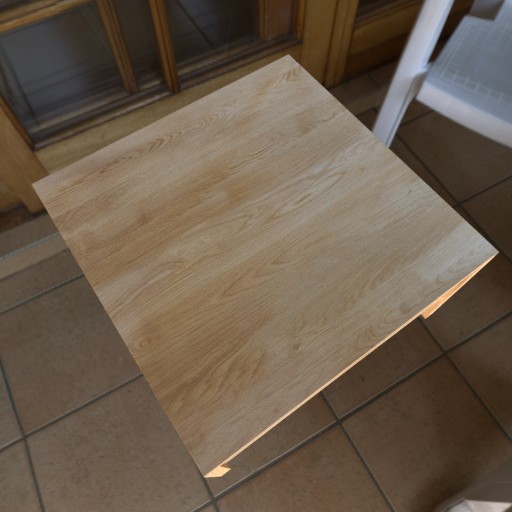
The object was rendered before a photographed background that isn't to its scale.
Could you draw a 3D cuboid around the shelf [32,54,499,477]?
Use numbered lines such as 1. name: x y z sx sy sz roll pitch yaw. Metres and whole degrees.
1. shelf: 0.000 0.000 1.404 0.899 0.480 0.899 -32 68 -15
